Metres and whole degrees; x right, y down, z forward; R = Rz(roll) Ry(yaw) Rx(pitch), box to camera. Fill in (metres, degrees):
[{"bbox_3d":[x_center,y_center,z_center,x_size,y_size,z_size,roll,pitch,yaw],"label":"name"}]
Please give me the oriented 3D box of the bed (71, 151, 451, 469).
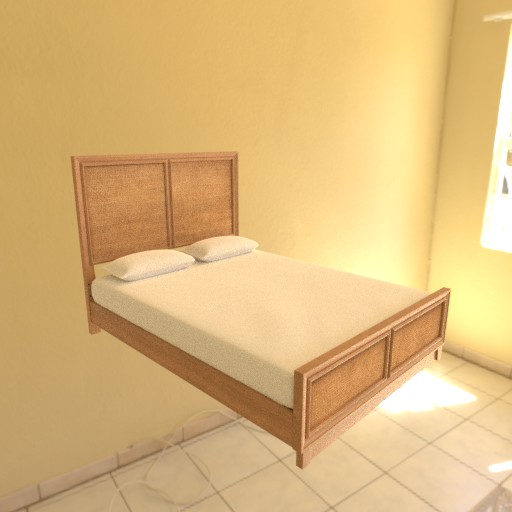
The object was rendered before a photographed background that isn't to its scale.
[{"bbox_3d":[0.000,0.000,3.189,2.184,1.387,1.606,14,21,43],"label":"bed"}]
